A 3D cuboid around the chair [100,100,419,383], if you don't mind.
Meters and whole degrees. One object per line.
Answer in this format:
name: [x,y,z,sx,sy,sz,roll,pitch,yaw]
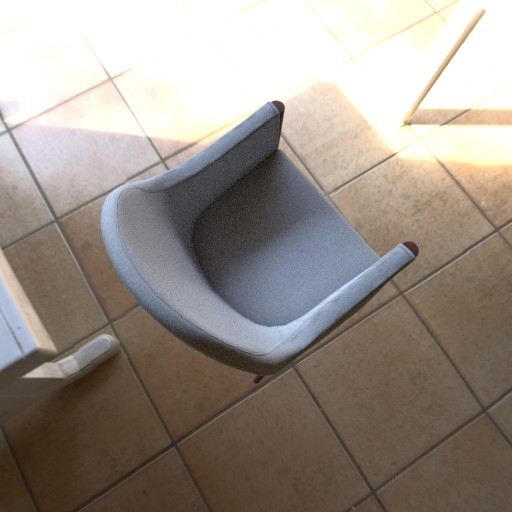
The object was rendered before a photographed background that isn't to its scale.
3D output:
chair: [0.000,0.000,1.295,0.620,0.889,0.610,-37,77,-10]
